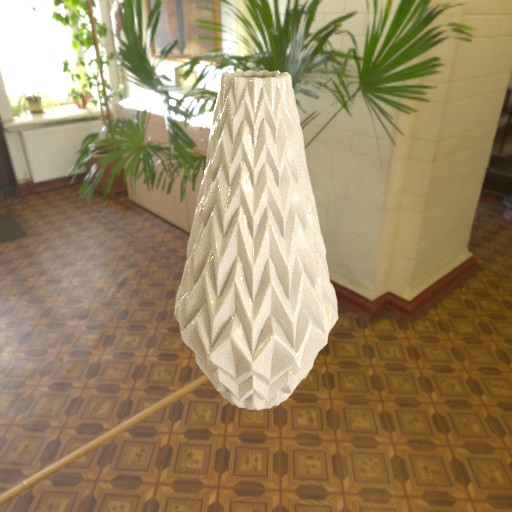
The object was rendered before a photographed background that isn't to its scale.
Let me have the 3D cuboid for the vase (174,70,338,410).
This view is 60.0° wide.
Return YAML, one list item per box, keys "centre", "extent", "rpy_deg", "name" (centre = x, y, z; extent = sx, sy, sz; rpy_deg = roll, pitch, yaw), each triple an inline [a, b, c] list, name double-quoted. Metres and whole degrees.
- centre: [0.000, 0.000, 0.429]
  extent: [0.167, 0.328, 0.167]
  rpy_deg: [0, 29, 0]
  name: "vase"
